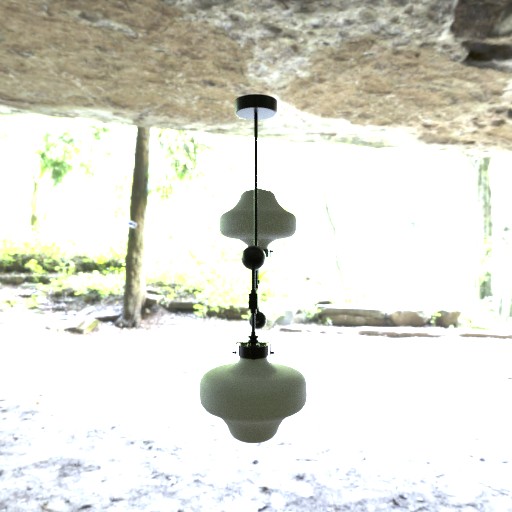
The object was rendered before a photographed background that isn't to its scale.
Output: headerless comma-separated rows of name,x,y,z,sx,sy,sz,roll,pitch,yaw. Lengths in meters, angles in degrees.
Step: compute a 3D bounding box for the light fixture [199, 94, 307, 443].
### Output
light fixture,0.000,0.000,1.065,0.422,0.743,0.489,0,0,-35
